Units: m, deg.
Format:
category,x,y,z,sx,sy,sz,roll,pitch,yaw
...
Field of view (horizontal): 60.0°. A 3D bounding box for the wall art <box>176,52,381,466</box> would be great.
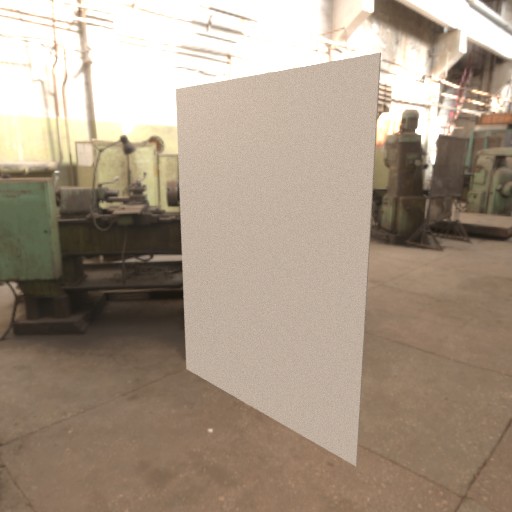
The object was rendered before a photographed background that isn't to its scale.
category,x,y,z,sx,sy,sz,roll,pitch,yaw
wall art,0.000,0.000,0.795,0.003,0.610,0.457,-12,18,-43
